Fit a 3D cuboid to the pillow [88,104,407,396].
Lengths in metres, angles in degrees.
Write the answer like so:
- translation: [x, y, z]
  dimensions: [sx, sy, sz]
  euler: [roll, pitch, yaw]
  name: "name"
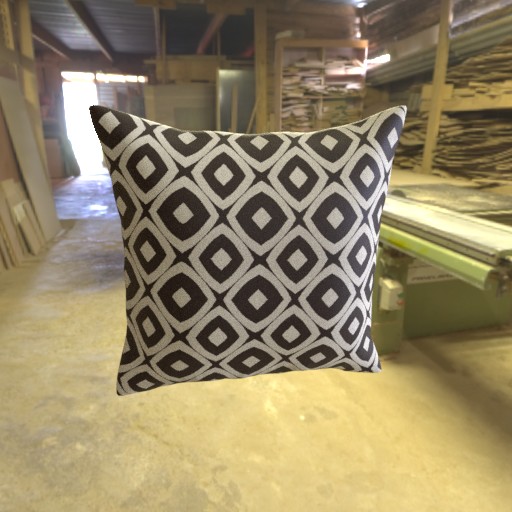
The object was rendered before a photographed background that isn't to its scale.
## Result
- translation: [0.000, 0.000, 0.763]
  dimensions: [0.504, 0.494, 0.188]
  euler: [-3, 16, -9]
  name: "pillow"
